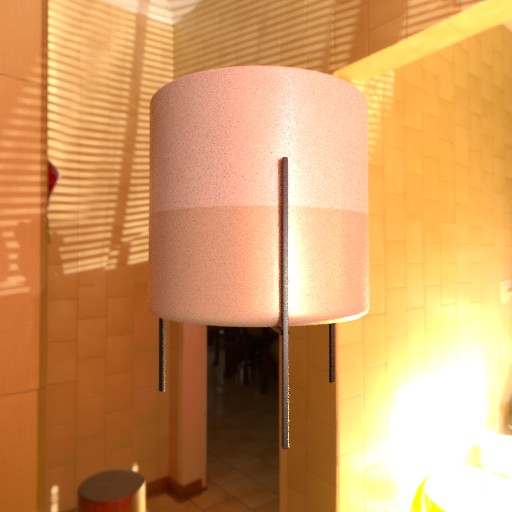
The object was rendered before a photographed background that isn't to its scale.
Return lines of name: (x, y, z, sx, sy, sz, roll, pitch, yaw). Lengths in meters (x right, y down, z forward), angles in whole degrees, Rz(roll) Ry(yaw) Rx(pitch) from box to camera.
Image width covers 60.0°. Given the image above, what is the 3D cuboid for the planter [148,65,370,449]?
planter: (0.000, 0.000, 0.741, 0.368, 0.484, 0.359, 0, -1, 20)
